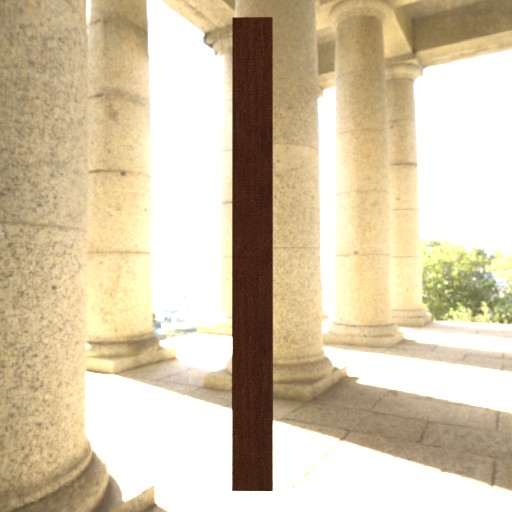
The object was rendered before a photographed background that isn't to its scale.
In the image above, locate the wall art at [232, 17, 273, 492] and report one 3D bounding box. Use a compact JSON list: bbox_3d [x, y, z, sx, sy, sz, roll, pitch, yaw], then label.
[{"bbox_3d":[0.000,0.000,0.609,0.039,0.449,0.377,0,-1,1],"label":"wall art"}]
